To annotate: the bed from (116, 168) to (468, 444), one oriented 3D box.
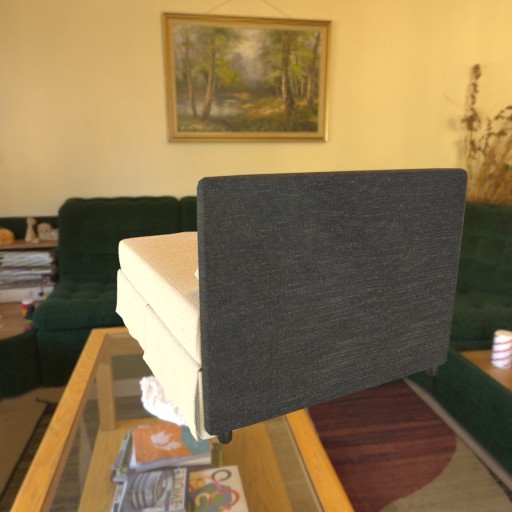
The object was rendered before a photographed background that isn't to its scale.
[{"bbox_3d":[0.000,0.000,3.251,1.723,1.330,2.142,-7,16,-26],"label":"bed"}]
